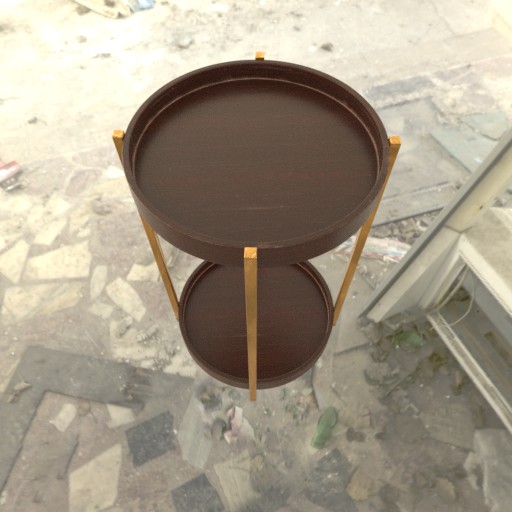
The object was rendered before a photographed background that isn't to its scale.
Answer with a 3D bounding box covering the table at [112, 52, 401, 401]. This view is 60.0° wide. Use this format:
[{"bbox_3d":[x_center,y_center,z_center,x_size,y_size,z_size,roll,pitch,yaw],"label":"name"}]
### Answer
[{"bbox_3d":[0.000,0.000,0.870,0.400,0.610,0.400,2,57,1],"label":"table"}]
